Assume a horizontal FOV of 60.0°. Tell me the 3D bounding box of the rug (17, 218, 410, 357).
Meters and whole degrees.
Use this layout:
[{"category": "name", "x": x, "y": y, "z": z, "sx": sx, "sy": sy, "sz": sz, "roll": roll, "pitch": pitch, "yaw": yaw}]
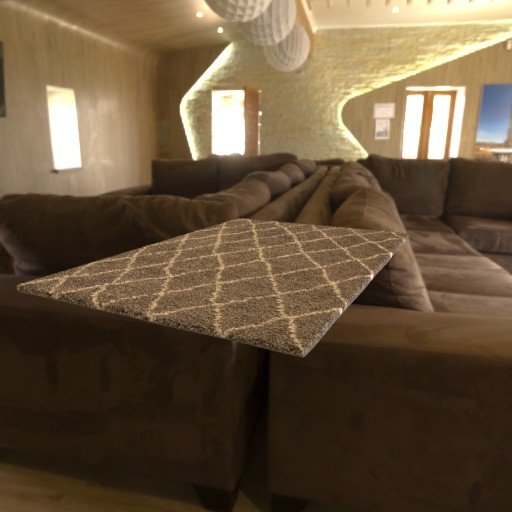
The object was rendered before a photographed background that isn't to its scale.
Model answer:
[{"category": "rug", "x": 0.000, "y": 0.000, "z": 2.240, "sx": 1.219, "sy": 0.030, "sz": 1.778, "roll": 7, "pitch": 16, "yaw": 26}]
